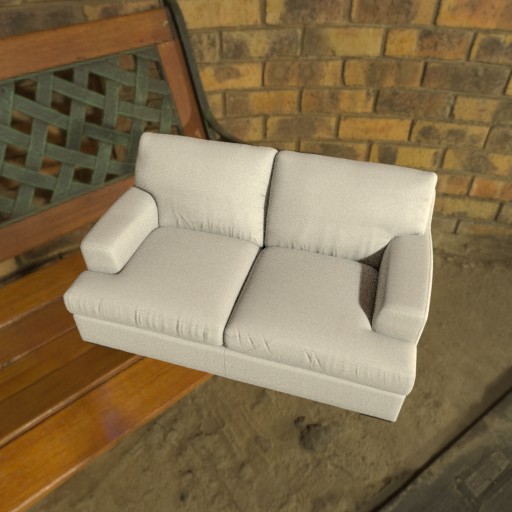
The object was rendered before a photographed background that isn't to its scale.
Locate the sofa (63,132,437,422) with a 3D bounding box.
[{"bbox_3d":[0.000,0.000,2.518,1.880,0.940,1.143,11,41,13],"label":"sofa"}]
